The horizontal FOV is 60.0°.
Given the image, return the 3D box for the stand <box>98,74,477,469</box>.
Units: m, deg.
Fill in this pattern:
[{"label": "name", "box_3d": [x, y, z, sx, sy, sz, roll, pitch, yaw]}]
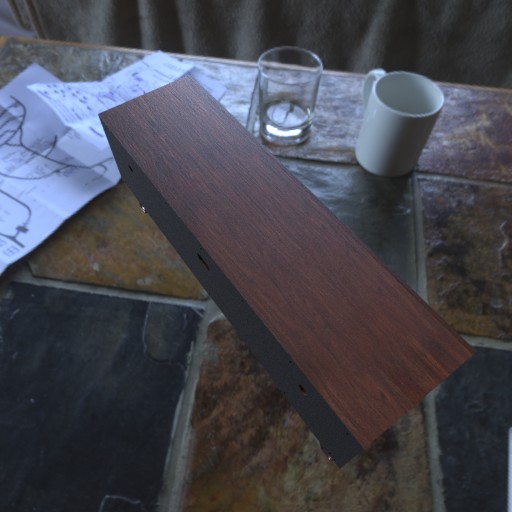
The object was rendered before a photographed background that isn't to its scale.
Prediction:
[{"label": "stand", "box_3d": [0.000, 0.000, 1.855, 0.481, 0.610, 1.626, -31, 63, -18]}]
